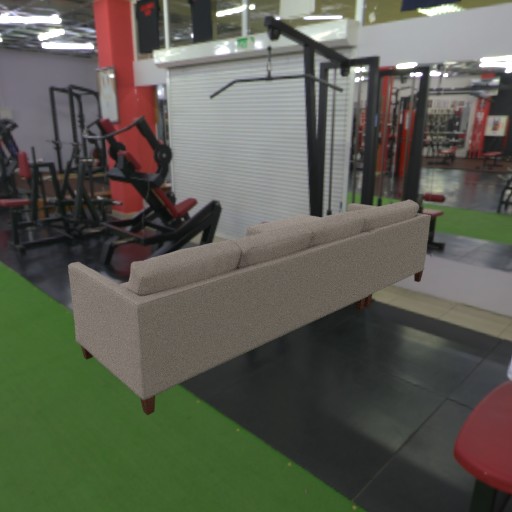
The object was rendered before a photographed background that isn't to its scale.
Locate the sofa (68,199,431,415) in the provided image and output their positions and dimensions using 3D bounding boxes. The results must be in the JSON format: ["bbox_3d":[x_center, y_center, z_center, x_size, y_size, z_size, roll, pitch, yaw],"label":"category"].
[{"bbox_3d":[0.000,0.000,3.912,3.186,0.846,1.625,-16,23,-41],"label":"sofa"}]
